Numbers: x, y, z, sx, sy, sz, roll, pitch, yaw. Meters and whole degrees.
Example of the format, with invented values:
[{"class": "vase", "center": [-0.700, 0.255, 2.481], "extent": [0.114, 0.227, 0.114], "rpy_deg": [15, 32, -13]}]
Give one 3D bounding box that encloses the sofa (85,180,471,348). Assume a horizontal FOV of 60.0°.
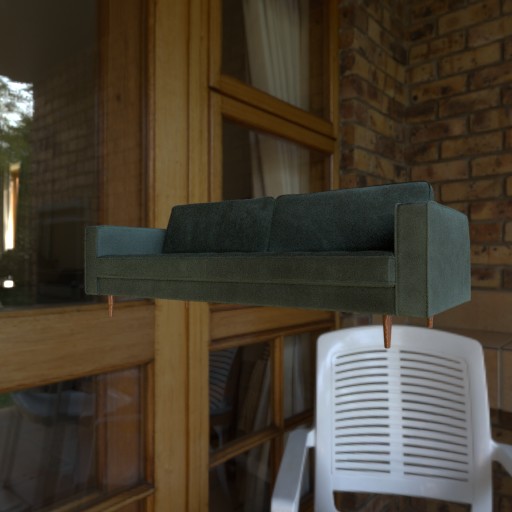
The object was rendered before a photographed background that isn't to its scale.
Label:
[{"class": "sofa", "center": [0.000, 0.000, 2.634], "extent": [2.214, 0.781, 0.886], "rpy_deg": [-1, -1, 35]}]
